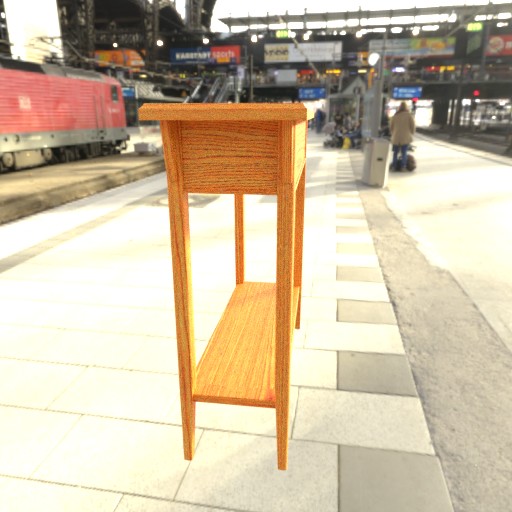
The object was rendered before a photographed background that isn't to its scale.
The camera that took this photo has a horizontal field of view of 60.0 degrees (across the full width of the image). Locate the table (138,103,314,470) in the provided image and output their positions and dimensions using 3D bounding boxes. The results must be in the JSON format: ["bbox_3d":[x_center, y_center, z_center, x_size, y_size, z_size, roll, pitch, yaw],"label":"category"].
[{"bbox_3d":[0.000,0.000,1.118,0.254,0.711,0.762,2,18,7],"label":"table"}]
